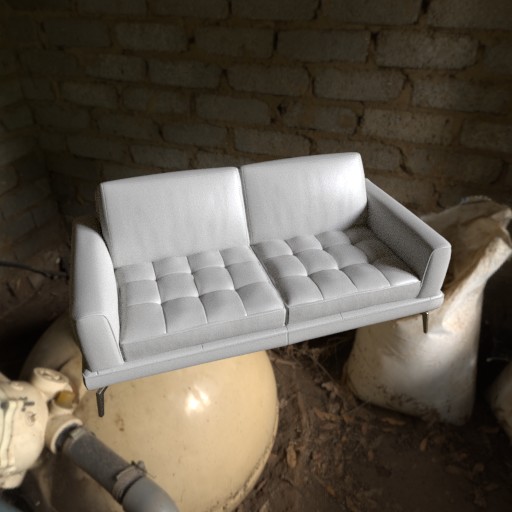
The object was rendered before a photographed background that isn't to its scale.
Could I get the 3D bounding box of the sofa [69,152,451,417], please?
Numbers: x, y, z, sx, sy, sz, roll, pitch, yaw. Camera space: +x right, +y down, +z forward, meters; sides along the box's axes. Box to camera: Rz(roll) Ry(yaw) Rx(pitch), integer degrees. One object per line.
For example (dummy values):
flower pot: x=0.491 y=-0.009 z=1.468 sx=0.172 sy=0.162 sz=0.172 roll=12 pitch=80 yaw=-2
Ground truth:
sofa: x=0.000 y=0.000 z=2.795 sx=2.177 sy=0.930 sz=1.121 roll=-10 pitch=35 yaw=-15
